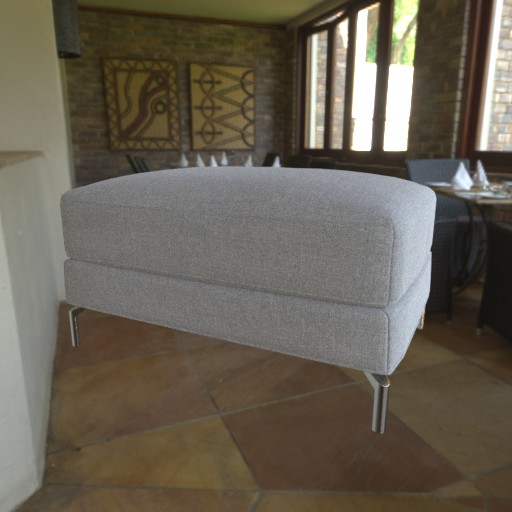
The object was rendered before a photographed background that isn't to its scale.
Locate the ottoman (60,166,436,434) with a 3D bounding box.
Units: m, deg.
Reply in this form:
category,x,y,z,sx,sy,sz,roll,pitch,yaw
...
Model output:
category,x,y,z,sx,sy,sz,roll,pitch,yaw
ottoman,0.000,0.000,1.170,0.838,0.457,0.584,7,16,26
